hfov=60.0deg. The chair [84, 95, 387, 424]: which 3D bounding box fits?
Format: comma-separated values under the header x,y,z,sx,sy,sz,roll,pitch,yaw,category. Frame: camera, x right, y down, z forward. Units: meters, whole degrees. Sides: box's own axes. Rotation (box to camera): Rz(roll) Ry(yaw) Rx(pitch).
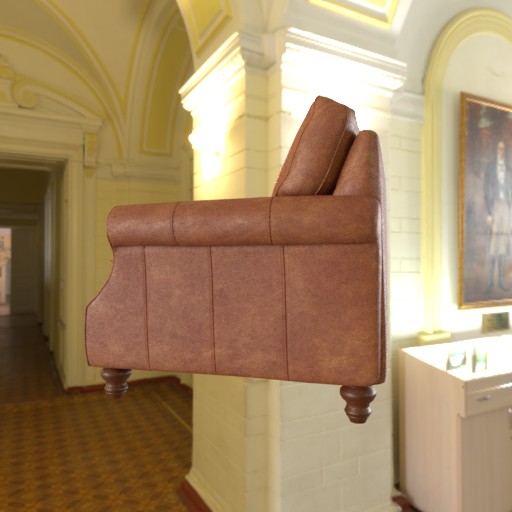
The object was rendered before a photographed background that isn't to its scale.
x,y,z,sx,sy,sz,roll,pitch,yaw,category
0.000,0.000,1.735,0.986,0.962,0.983,0,-1,17,chair
